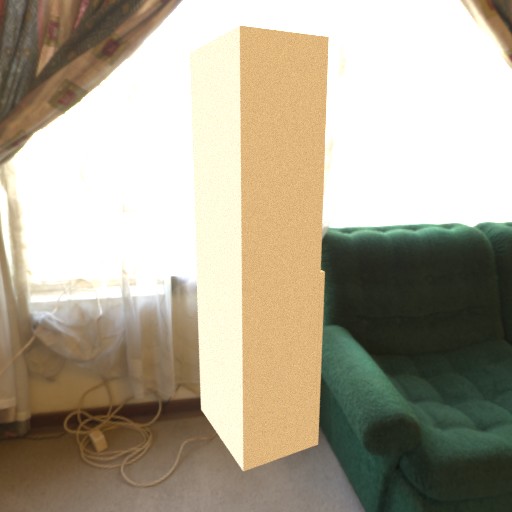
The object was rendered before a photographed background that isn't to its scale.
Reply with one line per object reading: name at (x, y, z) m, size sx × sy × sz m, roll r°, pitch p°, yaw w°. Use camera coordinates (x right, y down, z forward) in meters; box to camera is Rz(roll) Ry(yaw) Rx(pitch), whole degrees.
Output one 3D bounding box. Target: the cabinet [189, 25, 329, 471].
cabinet at (0.000, 0.000, 1.543) m, size 0.300 × 1.350 × 0.400 m, roll -7°, pitch 16°, yaw -26°
